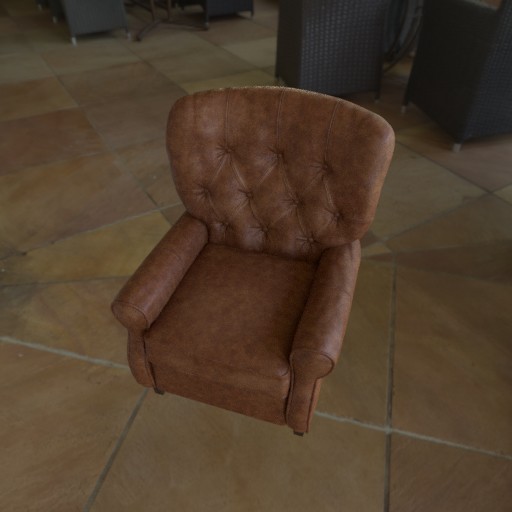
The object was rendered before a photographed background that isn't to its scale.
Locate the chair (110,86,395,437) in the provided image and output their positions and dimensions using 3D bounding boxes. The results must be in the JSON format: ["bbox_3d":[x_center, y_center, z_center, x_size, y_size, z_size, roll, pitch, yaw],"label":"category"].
[{"bbox_3d":[0.000,0.000,1.926,0.951,1.164,1.059,12,42,13],"label":"chair"}]
